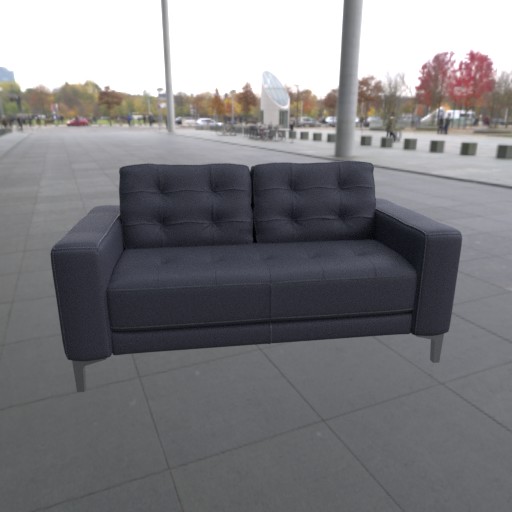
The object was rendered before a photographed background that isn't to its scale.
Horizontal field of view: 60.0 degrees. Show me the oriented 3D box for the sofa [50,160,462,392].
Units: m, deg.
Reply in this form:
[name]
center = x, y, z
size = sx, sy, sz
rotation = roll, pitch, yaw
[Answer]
[sofa]
center = 0.000, 0.000, 2.218
size = 1.726, 0.893, 0.833
rotation = -3, 18, -8
